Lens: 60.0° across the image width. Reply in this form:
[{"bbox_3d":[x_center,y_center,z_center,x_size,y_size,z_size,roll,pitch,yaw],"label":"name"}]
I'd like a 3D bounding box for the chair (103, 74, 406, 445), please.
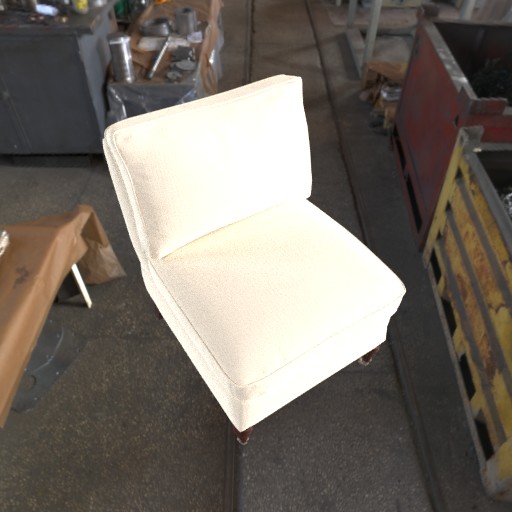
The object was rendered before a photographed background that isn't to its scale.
[{"bbox_3d":[0.000,0.000,1.429,0.630,0.887,0.781,-25,50,-23],"label":"chair"}]
